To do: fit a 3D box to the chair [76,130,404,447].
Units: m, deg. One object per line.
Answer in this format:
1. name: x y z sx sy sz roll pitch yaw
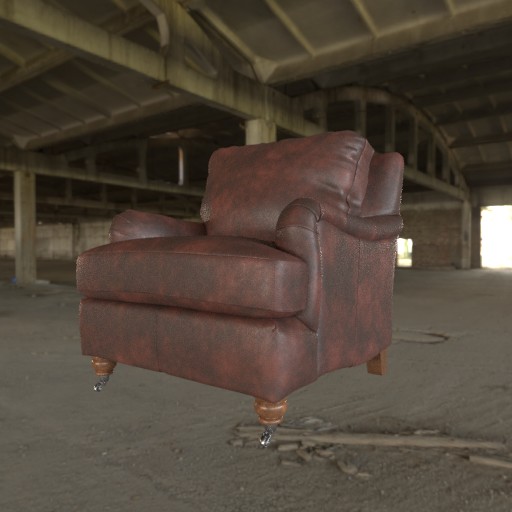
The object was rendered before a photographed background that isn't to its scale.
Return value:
1. chair: 0.000 0.000 1.891 0.987 1.051 1.156 1 2 36
